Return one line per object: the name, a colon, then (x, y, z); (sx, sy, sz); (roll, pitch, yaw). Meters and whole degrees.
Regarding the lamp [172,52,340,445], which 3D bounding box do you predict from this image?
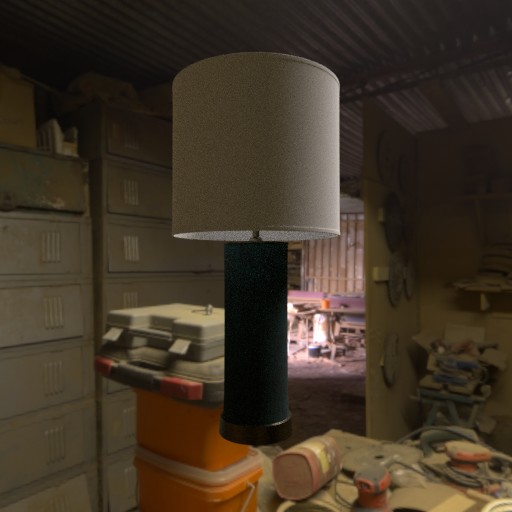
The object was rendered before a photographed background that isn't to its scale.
lamp: (0.000, 0.000, 0.806); (0.301, 0.630, 0.301); (-1, -1, 38)
